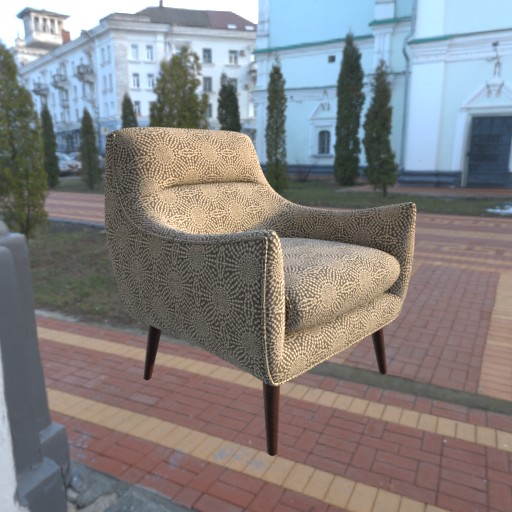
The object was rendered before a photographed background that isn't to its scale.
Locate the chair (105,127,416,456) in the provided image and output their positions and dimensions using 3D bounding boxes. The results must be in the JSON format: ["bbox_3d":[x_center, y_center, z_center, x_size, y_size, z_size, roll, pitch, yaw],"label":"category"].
[{"bbox_3d":[0.000,0.000,1.475,0.787,0.838,0.762,12,18,42],"label":"chair"}]
